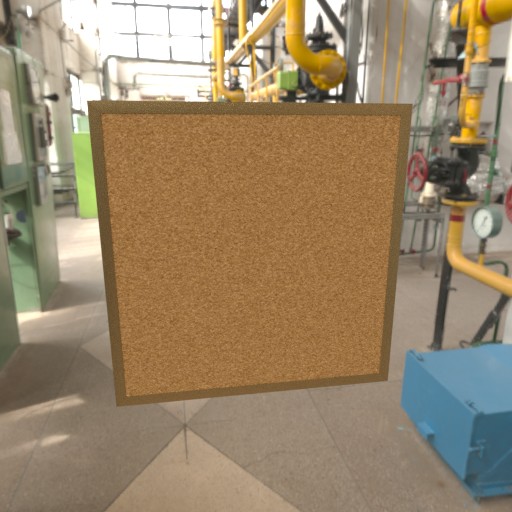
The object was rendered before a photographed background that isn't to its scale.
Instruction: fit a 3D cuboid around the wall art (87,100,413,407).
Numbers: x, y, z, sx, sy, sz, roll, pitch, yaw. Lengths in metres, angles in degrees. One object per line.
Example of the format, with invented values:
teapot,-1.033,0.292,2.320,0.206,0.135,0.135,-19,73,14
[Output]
wall art,0.000,0.000,0.467,0.304,0.305,0.038,-3,16,-9
